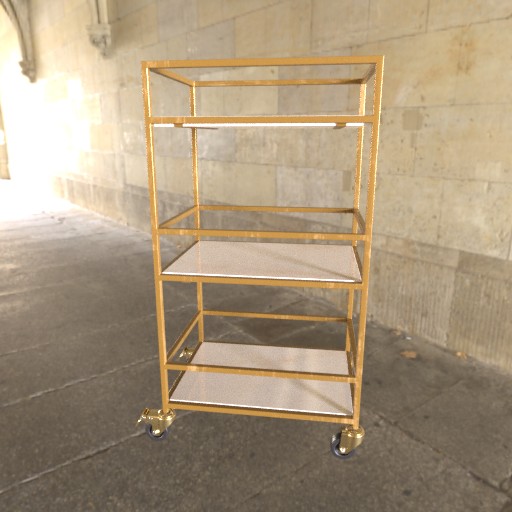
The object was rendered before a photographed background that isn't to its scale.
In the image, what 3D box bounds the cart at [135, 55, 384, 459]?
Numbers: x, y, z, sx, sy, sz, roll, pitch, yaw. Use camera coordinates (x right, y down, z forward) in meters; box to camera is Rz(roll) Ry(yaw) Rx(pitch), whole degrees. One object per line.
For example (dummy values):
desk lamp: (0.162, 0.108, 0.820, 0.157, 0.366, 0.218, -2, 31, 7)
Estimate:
cart: (0.000, 0.000, 0.981, 0.483, 0.761, 0.332, 2, 15, 8)
